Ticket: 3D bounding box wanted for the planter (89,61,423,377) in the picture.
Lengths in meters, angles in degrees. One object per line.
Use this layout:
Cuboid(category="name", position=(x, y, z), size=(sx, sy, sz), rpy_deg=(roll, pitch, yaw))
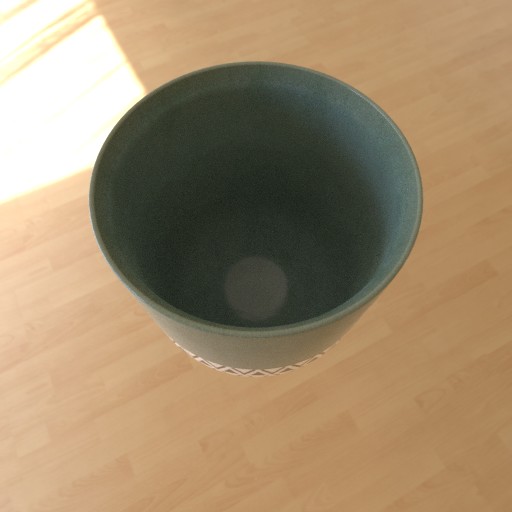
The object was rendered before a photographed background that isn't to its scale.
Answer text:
Cuboid(category="planter", position=(0.000, 0.000, 0.360), size=(0.198, 0.214, 0.198), rpy_deg=(0, 63, 0))
